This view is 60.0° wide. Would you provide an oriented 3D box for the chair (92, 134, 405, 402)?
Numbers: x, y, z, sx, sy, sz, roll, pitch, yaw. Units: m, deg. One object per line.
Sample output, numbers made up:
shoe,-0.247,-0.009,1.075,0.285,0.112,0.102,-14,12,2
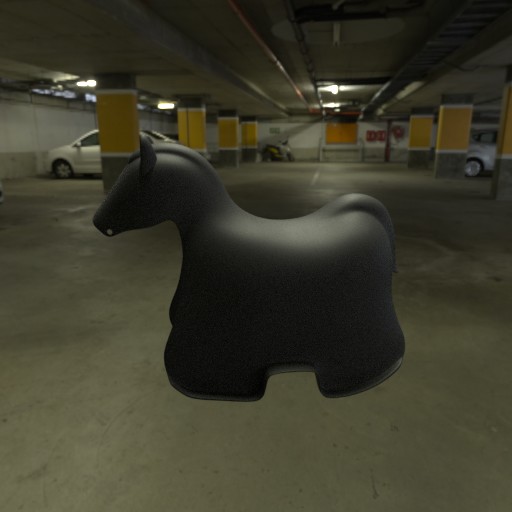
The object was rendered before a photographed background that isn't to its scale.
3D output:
chair,0.000,0.000,1.162,0.800,0.612,0.429,-2,15,-8
